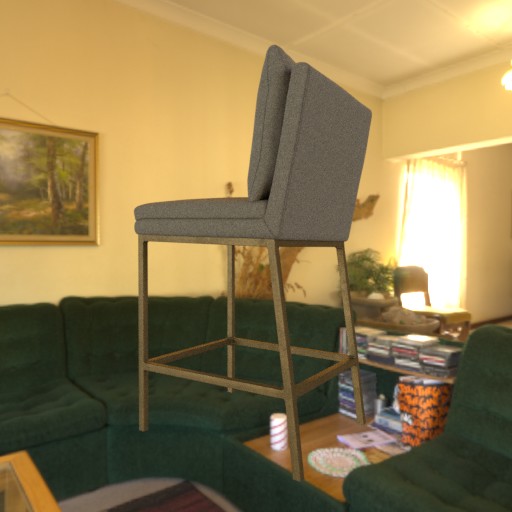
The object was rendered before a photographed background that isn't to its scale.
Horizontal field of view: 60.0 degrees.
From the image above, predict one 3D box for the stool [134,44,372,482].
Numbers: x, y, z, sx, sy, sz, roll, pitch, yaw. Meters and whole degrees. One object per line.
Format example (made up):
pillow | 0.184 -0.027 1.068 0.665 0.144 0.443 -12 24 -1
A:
stool | 0.000 0.000 1.334 0.569 1.030 0.463 1 1 34
